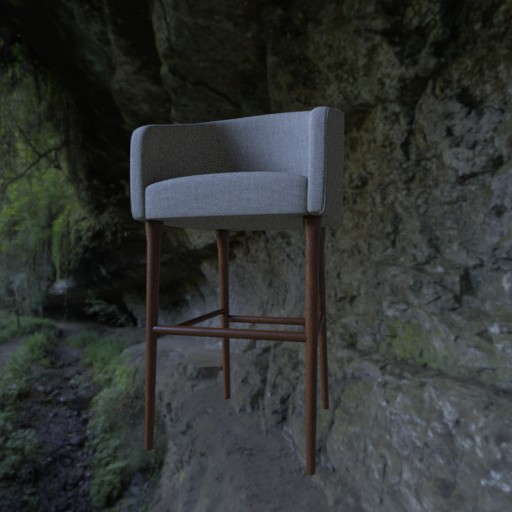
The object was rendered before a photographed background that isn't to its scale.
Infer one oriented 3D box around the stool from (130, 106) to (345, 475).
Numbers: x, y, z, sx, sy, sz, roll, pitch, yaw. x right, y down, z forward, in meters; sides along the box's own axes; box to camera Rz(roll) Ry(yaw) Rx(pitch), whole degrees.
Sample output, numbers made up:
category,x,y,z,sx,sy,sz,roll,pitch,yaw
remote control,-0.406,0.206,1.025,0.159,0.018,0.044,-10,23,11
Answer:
category,x,y,z,sx,sy,sz,roll,pitch,yaw
stool,0.000,0.000,1.418,0.559,1.078,0.607,0,-1,18
